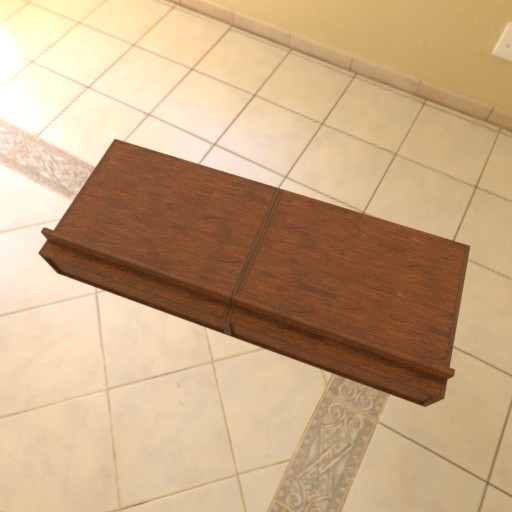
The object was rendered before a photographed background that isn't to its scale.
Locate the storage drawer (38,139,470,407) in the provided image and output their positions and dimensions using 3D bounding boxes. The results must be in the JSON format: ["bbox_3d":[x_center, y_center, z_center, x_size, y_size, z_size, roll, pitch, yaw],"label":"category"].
[{"bbox_3d":[0.000,0.000,2.192,1.914,0.339,0.774,18,64,9],"label":"storage drawer"}]
